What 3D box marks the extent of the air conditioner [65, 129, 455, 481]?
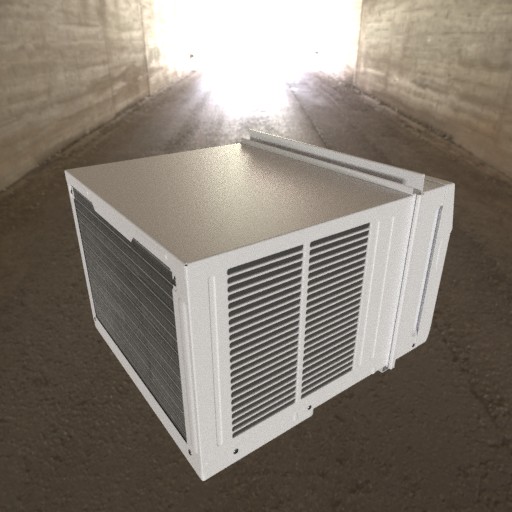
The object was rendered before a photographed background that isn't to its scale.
[{"bbox_3d":[0.000,0.000,0.876,0.546,0.388,0.503,-18,31,-32],"label":"air conditioner"}]
